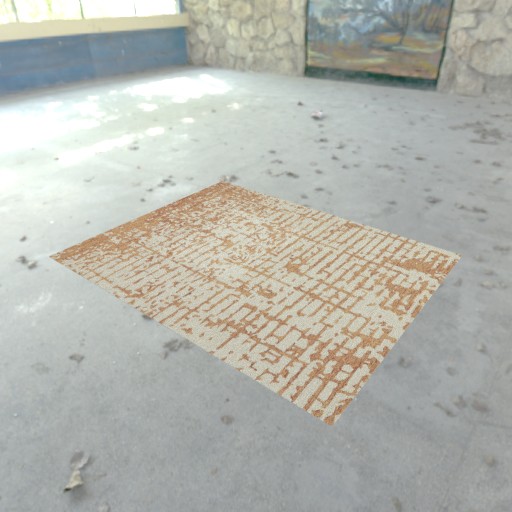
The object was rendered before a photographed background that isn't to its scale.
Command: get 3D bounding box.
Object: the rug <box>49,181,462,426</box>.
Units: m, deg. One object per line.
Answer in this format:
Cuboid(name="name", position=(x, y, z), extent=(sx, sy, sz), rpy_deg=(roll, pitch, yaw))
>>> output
Cuboid(name="rug", position=(0.000, 0.000, 4.187), extent=(3.050, 0.011, 2.441), rpy_deg=(22, 38, 32))
